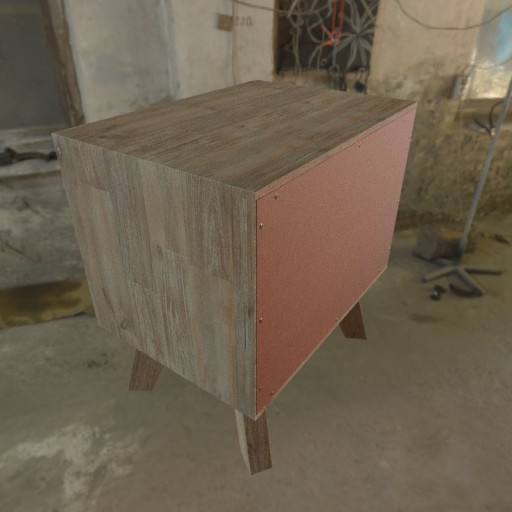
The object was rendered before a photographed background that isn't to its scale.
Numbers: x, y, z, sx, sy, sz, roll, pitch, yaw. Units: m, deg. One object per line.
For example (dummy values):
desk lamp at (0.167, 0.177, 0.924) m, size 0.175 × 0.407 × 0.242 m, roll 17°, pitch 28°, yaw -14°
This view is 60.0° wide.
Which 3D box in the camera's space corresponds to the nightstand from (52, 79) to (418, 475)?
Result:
nightstand at (0.000, 0.000, 0.944) m, size 0.396 × 0.589 × 0.552 m, roll 21°, pitch 37°, yaw 30°
